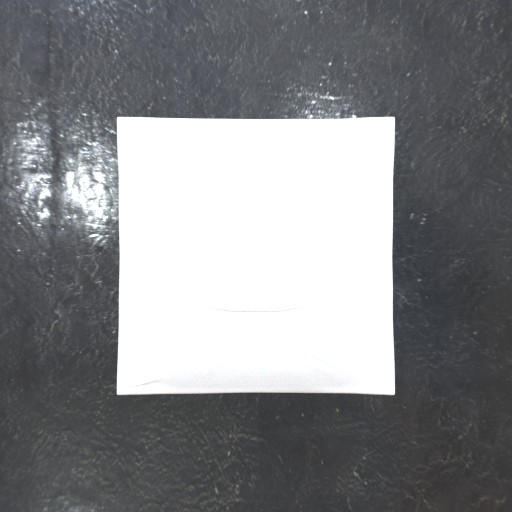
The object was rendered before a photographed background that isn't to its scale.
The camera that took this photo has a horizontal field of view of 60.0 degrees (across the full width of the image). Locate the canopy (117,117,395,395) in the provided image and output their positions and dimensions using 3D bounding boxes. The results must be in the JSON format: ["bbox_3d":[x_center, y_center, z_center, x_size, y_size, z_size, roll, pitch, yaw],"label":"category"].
[{"bbox_3d":[0.000,0.000,5.476,2.998,2.997,2.996,0,90,0],"label":"canopy"}]
